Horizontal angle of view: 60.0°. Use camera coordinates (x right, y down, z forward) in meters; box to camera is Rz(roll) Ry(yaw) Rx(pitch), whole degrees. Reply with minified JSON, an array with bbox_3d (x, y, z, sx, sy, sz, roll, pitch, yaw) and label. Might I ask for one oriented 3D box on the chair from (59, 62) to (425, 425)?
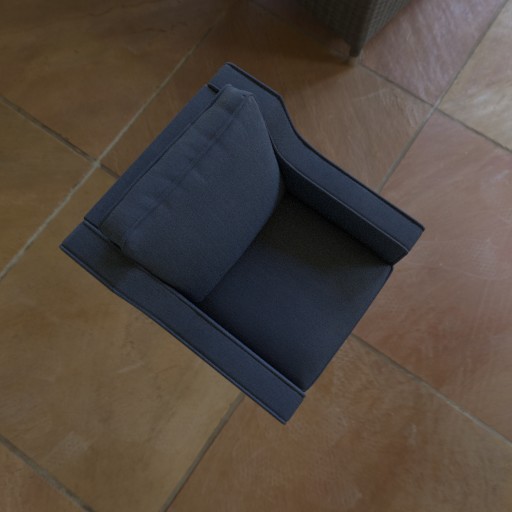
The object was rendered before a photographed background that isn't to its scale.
[{"bbox_3d":[0.000,0.000,1.695,0.909,0.960,0.831,37,79,8],"label":"chair"}]
